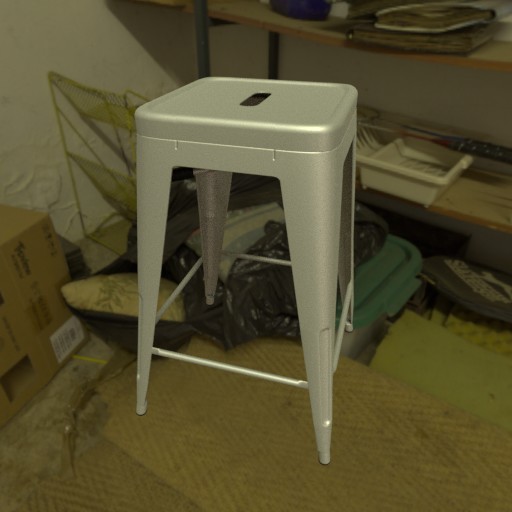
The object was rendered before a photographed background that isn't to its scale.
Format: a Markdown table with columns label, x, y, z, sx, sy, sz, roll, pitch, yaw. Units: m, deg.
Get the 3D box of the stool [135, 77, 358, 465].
| label | x | y | z | sx | sy | sz | roll | pitch | yaw |
| --- | --- | --- | --- | --- | --- | --- | --- | --- | --- |
| stool | 0.000 | 0.000 | 0.877 | 0.406 | 0.610 | 0.406 | 9 | 33 | 14 |
